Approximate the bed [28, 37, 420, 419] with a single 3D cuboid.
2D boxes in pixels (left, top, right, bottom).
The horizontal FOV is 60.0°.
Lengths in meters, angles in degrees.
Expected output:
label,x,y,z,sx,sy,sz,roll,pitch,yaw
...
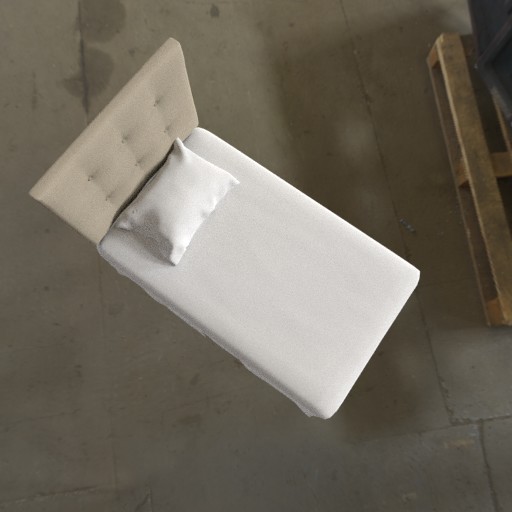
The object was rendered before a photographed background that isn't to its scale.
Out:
label,x,y,z,sx,sy,sz,roll,pitch,yaw
bed,0.000,0.000,2.898,1.997,1.571,1.261,35,78,8
